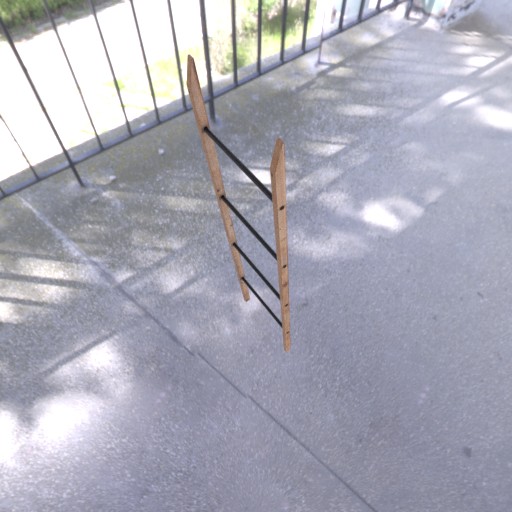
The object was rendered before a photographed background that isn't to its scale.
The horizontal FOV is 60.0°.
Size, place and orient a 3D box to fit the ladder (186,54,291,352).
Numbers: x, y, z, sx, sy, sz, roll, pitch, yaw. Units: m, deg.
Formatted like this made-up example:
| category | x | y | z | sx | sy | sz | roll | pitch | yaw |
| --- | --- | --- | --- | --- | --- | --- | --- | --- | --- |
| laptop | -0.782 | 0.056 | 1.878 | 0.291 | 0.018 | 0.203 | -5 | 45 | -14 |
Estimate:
| category | x | y | z | sx | sy | sz | roll | pitch | yaw |
| --- | --- | --- | --- | --- | --- | --- | --- | --- | --- |
| ladder | 0.000 | 0.000 | 1.971 | 0.200 | 1.805 | 0.442 | -33 | 64 | -18 |
